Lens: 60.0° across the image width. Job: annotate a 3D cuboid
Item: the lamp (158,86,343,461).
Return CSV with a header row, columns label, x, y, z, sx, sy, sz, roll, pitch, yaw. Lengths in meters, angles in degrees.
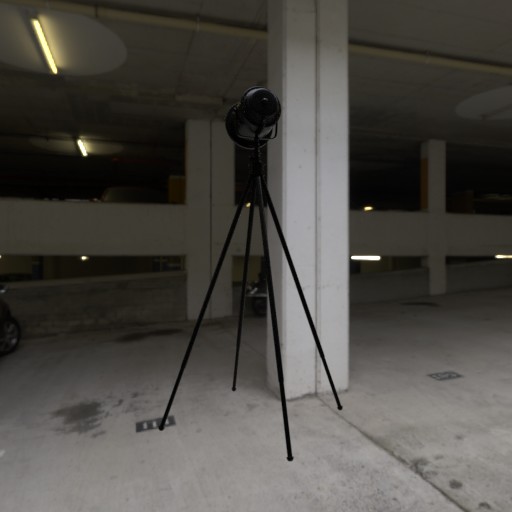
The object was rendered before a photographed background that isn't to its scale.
label,x,y,z,sx,sy,sz,roll,pitch,yaw
lamp,0.000,0.000,2.032,0.879,1.504,0.884,0,0,-17
